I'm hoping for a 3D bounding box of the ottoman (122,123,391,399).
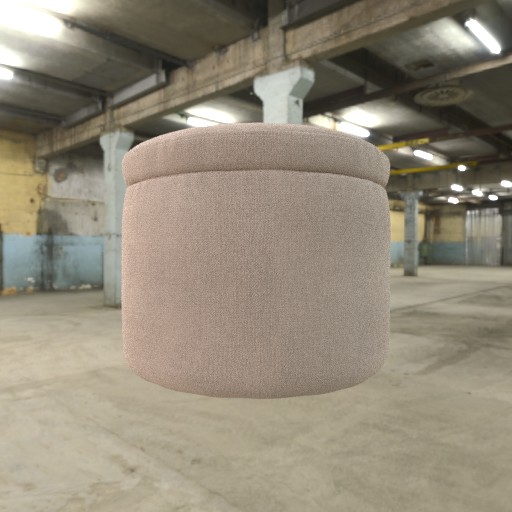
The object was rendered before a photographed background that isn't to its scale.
[{"bbox_3d":[0.000,0.000,0.855,0.497,0.409,0.497,0,0,0],"label":"ottoman"}]
